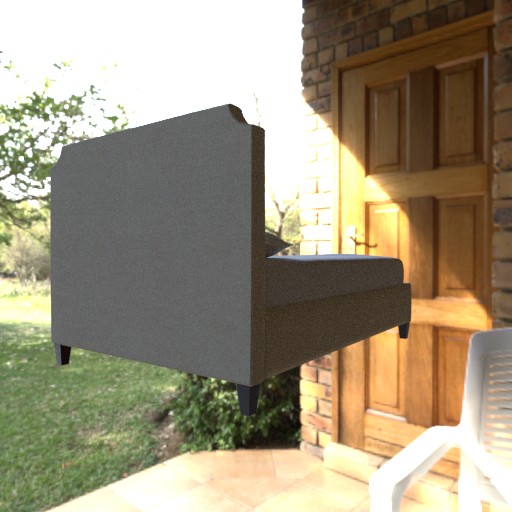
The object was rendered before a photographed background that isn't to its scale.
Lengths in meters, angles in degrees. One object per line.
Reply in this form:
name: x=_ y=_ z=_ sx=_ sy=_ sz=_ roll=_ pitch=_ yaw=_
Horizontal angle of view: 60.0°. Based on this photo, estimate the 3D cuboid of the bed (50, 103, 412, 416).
bed: x=0.000 y=0.000 z=3.448 sx=1.713 sy=1.457 sz=2.381 roll=0 pitch=0 yaw=36
